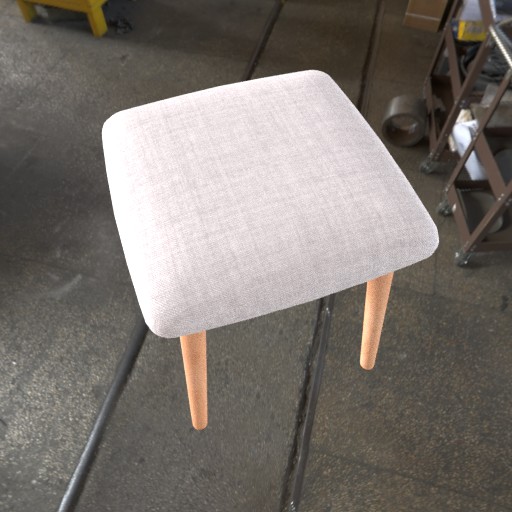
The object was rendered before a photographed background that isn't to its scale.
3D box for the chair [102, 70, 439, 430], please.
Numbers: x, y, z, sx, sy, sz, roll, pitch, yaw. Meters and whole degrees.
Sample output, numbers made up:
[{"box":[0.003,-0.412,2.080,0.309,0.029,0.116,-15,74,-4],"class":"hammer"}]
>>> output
[{"box":[0.000,0.000,0.697,0.350,0.440,0.350,-16,59,-10],"class":"chair"}]
